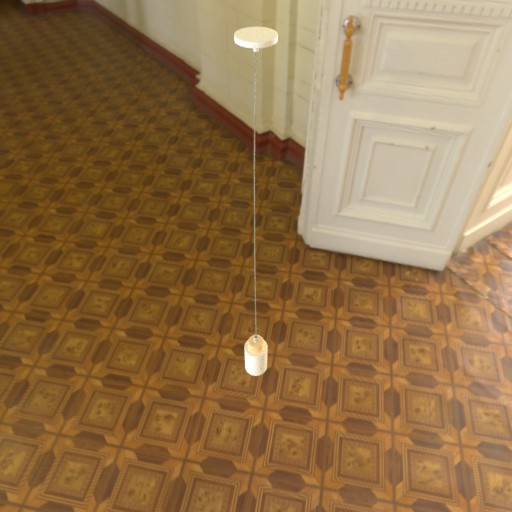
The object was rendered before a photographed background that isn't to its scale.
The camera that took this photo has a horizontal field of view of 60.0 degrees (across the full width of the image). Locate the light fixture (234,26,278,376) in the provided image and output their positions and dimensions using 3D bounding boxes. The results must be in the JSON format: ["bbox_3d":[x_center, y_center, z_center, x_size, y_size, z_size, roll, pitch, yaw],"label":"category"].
[{"bbox_3d":[0.000,0.000,1.900,0.125,1.798,0.125,7,46,7],"label":"light fixture"}]
